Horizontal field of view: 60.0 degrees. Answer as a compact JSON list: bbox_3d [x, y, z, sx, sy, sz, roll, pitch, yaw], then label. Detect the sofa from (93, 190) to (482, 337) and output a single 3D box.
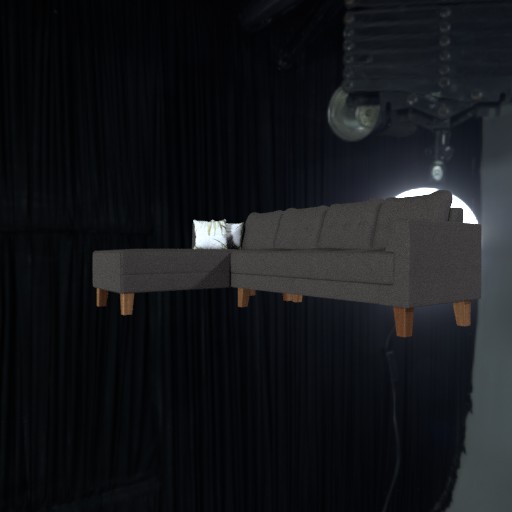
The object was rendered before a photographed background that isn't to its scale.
[{"bbox_3d":[0.000,0.000,3.533,1.829,0.932,2.679,0,1,-36],"label":"sofa"}]
